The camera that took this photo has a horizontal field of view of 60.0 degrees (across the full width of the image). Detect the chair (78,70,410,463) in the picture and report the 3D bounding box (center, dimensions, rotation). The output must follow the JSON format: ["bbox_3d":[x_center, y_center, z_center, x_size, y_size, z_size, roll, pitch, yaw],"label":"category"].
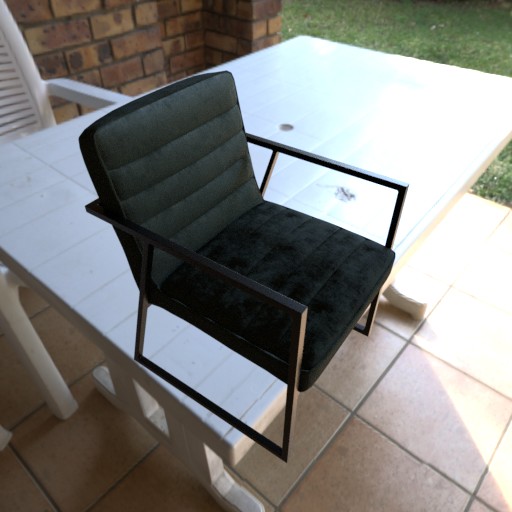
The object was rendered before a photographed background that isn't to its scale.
[{"bbox_3d":[0.000,0.000,1.279,0.677,0.833,0.571,25,46,26],"label":"chair"}]
